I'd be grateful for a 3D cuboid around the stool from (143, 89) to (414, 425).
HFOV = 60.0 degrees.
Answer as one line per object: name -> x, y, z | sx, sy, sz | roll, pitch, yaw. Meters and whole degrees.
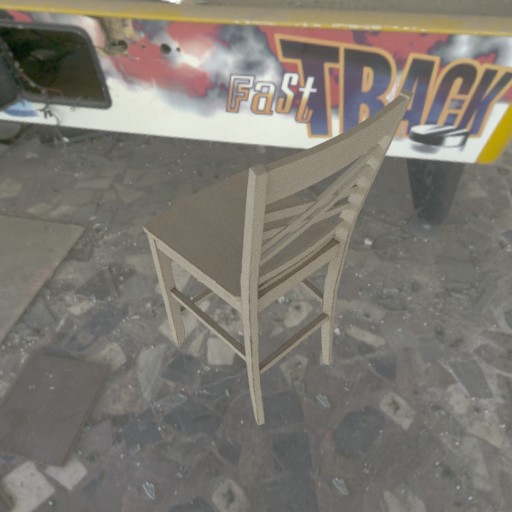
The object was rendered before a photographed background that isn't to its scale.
stool -> 0.000, 0.000, 1.362 | 0.462, 1.079, 0.539 | -33, 54, -28
